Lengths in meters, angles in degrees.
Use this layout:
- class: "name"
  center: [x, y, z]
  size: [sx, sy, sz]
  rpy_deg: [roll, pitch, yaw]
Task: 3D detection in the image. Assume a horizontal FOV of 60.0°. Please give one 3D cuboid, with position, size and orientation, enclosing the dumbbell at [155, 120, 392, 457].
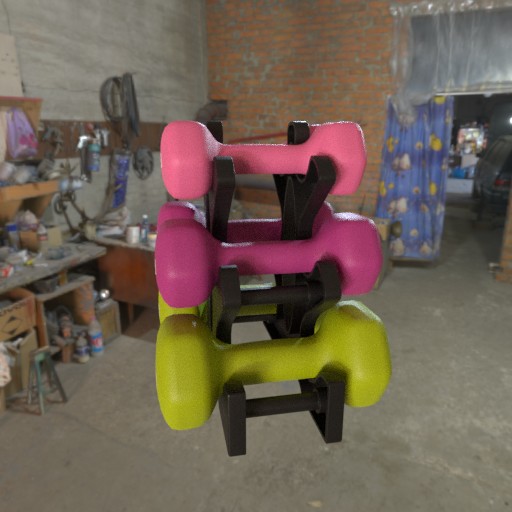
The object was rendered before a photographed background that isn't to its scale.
- class: "dumbbell"
  center: [0.000, 0.000, 0.448]
  size: [0.203, 0.261, 0.257]
  rpy_deg: [-3, 15, -11]
